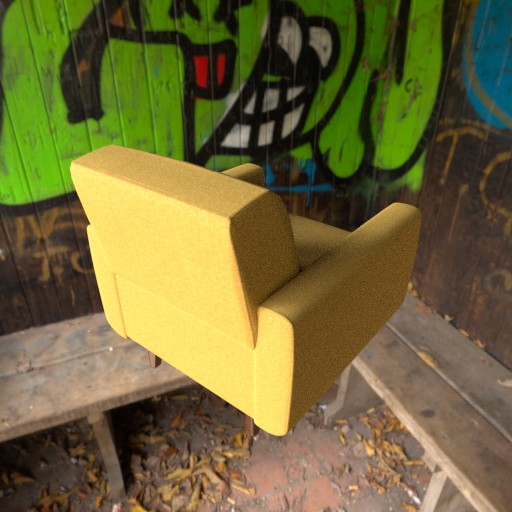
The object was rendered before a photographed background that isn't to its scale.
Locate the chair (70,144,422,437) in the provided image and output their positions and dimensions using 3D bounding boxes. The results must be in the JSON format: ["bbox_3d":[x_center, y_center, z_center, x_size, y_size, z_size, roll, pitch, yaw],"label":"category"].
[{"bbox_3d":[0.000,0.000,1.542,0.831,0.841,0.909,22,37,32],"label":"chair"}]
